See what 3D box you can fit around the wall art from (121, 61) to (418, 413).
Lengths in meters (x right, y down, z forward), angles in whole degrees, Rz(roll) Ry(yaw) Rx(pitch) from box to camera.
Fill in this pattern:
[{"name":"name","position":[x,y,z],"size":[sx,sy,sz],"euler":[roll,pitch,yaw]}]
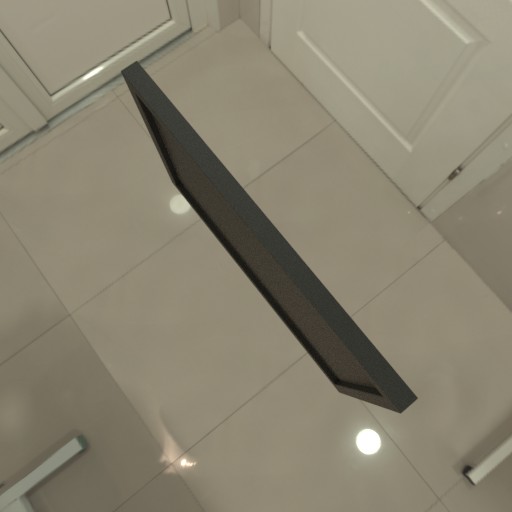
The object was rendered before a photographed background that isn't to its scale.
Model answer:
[{"name":"wall art","position":[0.000,0.000,0.582],"size":[0.021,0.301,0.443],"euler":[-37,79,-8]}]
